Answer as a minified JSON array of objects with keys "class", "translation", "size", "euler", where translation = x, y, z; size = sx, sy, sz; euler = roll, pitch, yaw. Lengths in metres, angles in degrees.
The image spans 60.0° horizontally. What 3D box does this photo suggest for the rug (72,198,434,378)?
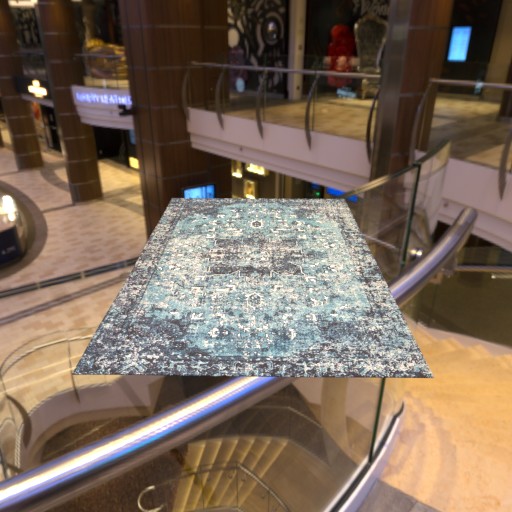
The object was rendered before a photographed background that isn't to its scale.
[{"class":"rug","translation":[0.000,0.000,2.305],"size":[1.219,0.005,1.828],"euler":[0,26,1]}]
